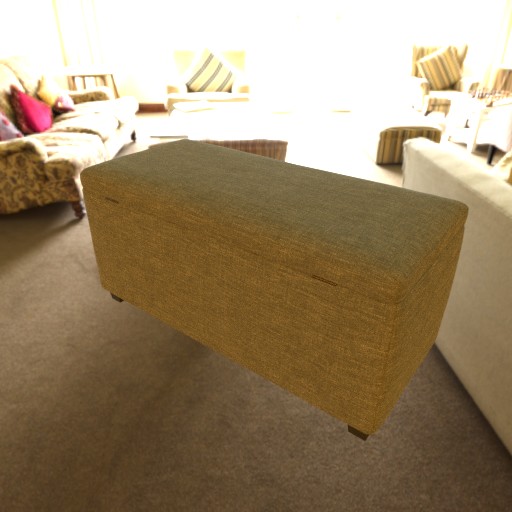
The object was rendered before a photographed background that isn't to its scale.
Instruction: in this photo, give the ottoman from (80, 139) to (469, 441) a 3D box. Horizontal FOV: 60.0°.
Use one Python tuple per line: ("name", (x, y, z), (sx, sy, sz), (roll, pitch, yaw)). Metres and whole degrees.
("ottoman", (0.000, 0.000, 1.156), (0.902, 0.432, 0.419), (21, 36, 32))
